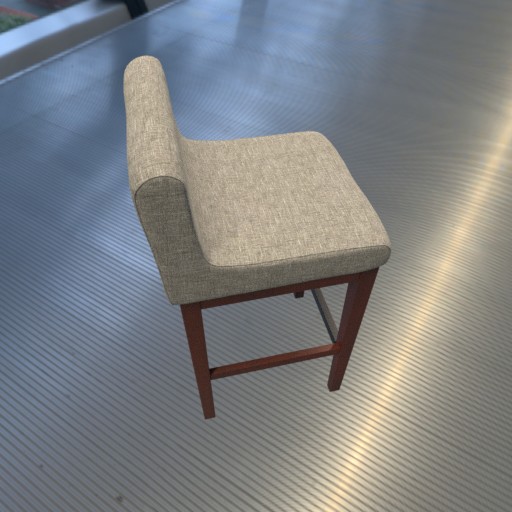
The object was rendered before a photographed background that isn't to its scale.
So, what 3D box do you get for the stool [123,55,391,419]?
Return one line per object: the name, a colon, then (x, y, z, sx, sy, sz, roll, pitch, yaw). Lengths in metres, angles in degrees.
stool: (0.000, 0.000, 1.067, 0.459, 0.835, 0.417, -9, 47, -9)
